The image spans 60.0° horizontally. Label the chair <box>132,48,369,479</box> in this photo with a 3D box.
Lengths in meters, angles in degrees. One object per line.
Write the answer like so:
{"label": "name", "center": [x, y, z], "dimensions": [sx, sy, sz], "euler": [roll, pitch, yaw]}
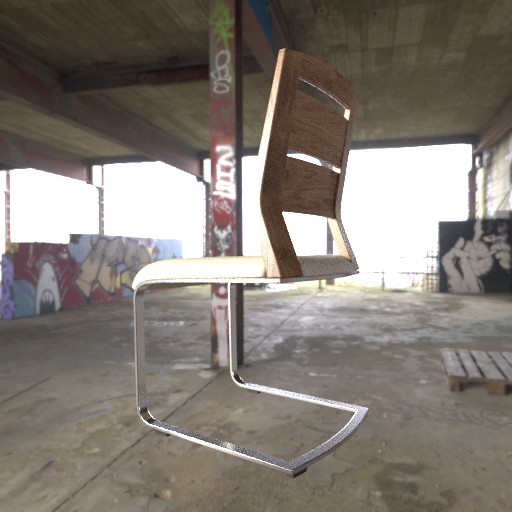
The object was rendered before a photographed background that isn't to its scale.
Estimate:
{"label": "chair", "center": [0.000, 0.000, 1.273], "dimensions": [0.561, 0.955, 0.457], "euler": [1, 1, 35]}
